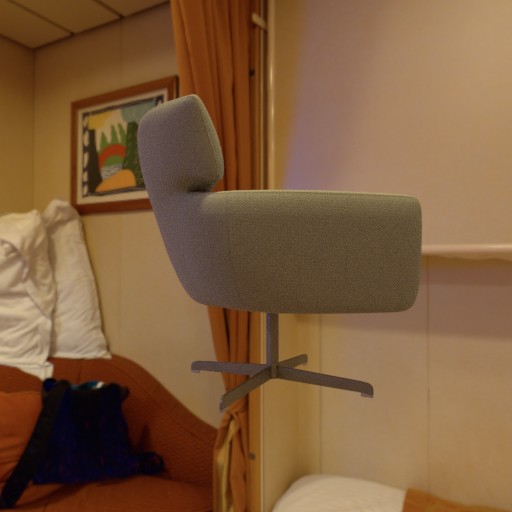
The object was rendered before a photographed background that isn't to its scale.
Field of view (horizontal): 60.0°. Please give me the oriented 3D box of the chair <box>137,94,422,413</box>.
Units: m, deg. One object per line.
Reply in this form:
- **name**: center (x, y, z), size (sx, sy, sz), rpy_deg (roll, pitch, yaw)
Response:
- **chair**: center (0.000, 0.000, 1.403), size (0.730, 0.810, 0.760), rpy_deg (0, -2, -17)
